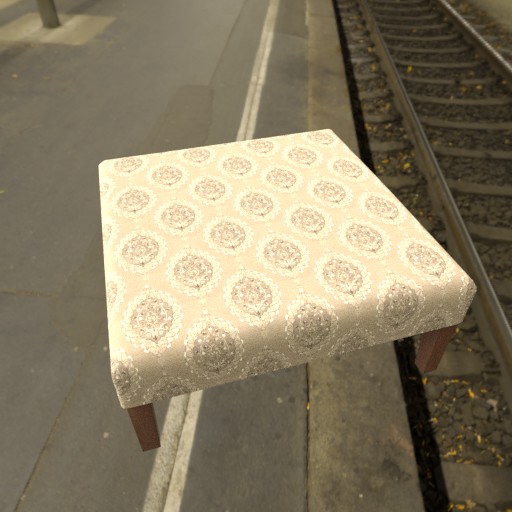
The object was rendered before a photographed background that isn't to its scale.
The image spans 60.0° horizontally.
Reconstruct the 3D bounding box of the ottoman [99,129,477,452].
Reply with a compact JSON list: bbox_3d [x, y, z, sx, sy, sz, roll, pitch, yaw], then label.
[{"bbox_3d":[0.000,0.000,1.417,0.889,0.411,0.890,-11,43,-12],"label":"ottoman"}]
